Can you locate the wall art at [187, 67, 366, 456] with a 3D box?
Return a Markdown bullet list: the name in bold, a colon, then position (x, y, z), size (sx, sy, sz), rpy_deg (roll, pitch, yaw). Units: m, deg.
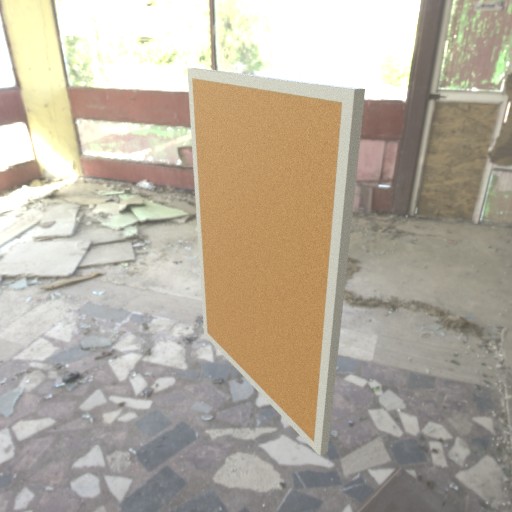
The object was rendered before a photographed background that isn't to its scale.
- **wall art**: position (0.000, 0.000, 0.573), size (0.013, 0.433, 0.303), rpy_deg (-17, 31, -30)
